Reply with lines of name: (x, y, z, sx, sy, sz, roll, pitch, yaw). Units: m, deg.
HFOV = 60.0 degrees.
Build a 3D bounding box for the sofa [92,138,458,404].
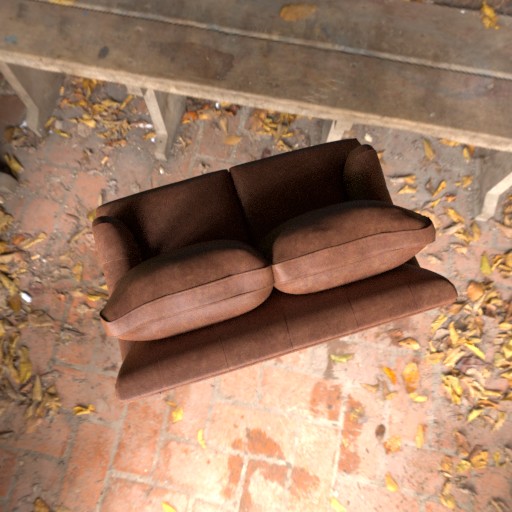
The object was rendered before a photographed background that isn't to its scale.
sofa: (0.000, 0.000, 2.279, 1.527, 1.004, 1.077, -16, 74, -5)
